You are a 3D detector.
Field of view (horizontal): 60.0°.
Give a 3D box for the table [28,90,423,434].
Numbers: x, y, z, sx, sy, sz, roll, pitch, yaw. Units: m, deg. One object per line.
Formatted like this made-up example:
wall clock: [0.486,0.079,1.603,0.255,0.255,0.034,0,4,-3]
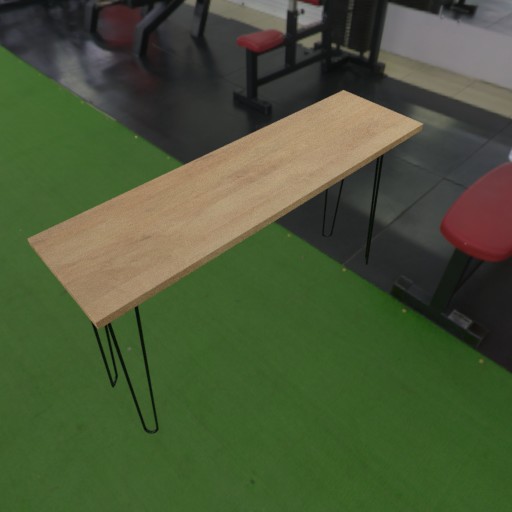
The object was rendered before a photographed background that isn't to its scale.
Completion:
table: [0.000,0.000,1.772,1.400,0.799,0.399,-33,54,-28]
